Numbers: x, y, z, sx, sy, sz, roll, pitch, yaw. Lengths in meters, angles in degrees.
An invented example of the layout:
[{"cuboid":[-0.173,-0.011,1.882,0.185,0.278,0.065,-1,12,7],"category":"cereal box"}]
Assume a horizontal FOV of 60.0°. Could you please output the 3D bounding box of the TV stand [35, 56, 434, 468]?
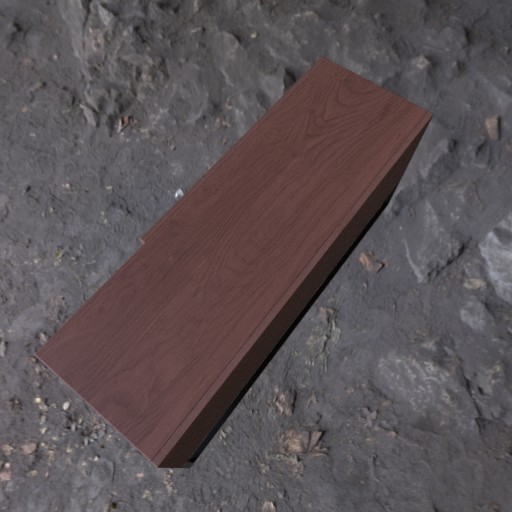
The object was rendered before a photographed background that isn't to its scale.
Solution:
[{"cuboid":[0.000,0.000,1.393,0.415,0.500,1.200,35,69,15],"category":"TV stand"}]
